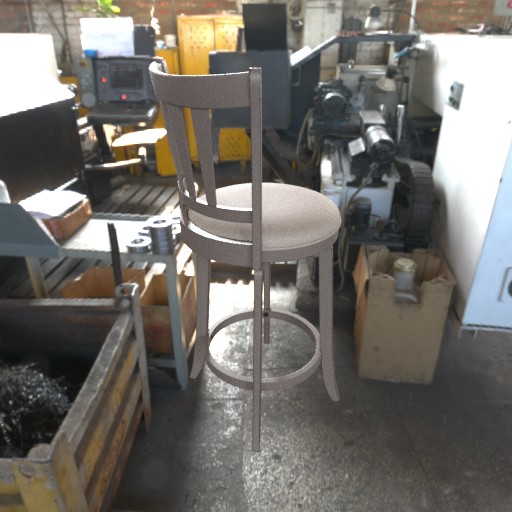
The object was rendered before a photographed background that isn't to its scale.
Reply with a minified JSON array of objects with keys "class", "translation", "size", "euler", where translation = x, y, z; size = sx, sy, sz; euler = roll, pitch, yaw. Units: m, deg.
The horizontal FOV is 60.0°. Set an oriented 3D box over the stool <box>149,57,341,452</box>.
[{"class":"stool","translation":[0.000,0.000,1.262],"size":[0.475,1.023,0.436],"euler":[-19,32,-32]}]
